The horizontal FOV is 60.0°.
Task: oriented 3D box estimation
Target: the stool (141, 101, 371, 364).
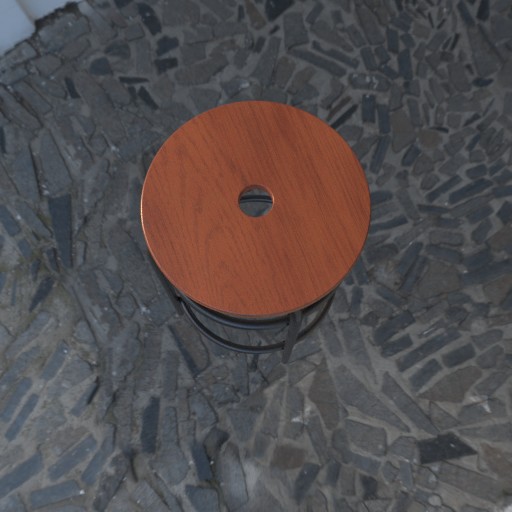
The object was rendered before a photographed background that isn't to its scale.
[{"bbox_3d":[0.000,0.000,0.936,0.455,0.610,0.455,-20,76,-5],"label":"stool"}]
